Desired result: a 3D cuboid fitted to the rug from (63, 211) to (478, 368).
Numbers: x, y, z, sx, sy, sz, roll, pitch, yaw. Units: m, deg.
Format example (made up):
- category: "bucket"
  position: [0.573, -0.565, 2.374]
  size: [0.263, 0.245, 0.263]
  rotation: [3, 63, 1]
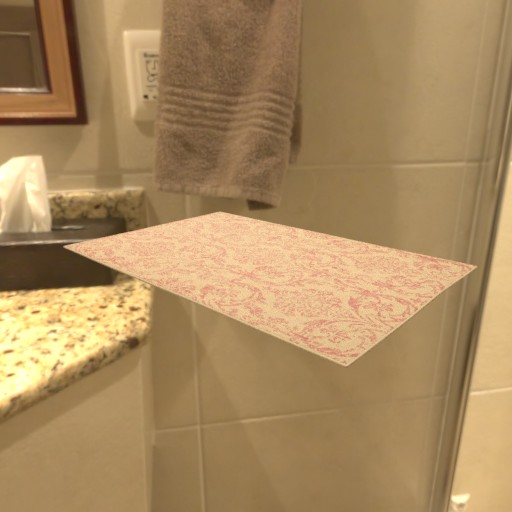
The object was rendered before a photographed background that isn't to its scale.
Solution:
- category: "rug"
  position: [0.000, 0.000, 3.490]
  size: [2.746, 0.018, 1.819]
  rotation: [16, 24, 40]
